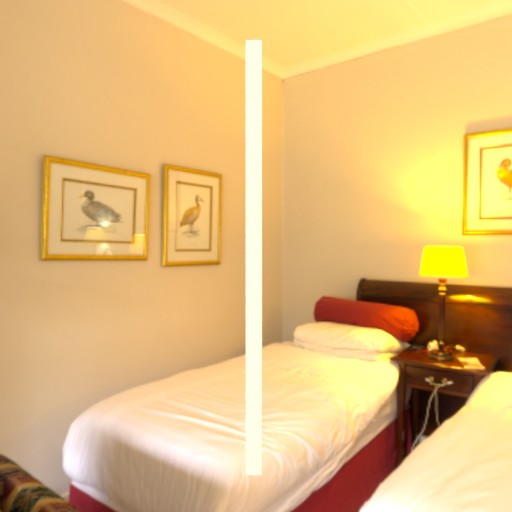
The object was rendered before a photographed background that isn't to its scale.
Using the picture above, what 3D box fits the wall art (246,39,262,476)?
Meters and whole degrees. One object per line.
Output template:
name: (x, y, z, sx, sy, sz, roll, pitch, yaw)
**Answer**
wall art: (0.000, 0.000, 0.766, 0.020, 0.536, 0.444, 0, 1, 1)
